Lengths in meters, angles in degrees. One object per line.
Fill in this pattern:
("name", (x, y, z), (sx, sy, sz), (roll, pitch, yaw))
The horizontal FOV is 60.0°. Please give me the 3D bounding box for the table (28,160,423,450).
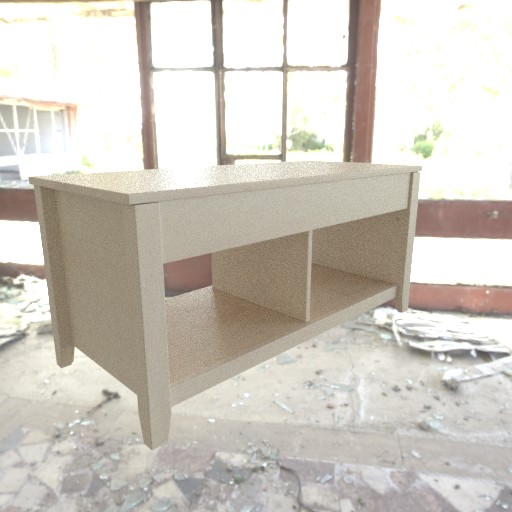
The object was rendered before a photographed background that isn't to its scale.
("table", (0.000, 0.000, 1.265), (1.016, 0.483, 0.457), (-14, 21, -43))
